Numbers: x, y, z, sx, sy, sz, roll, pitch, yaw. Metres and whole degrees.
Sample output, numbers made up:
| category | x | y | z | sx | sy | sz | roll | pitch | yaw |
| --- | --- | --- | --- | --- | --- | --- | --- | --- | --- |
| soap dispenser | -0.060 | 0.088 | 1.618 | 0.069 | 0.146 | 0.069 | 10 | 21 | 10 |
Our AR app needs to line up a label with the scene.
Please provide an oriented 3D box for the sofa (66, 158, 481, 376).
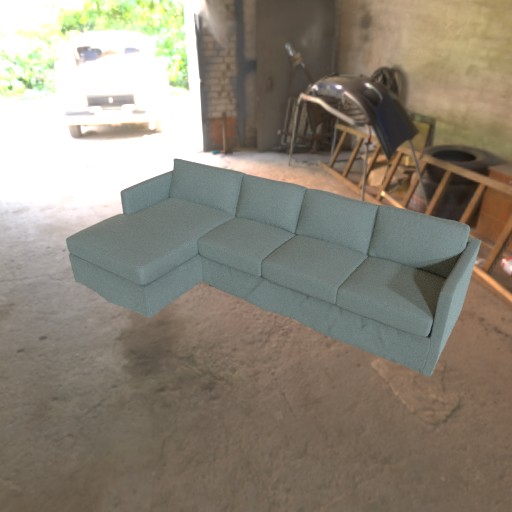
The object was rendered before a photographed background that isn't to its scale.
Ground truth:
| category | x | y | z | sx | sy | sz | roll | pitch | yaw |
| --- | --- | --- | --- | --- | --- | --- | --- | --- | --- |
| sofa | 0.000 | 0.000 | 3.816 | 3.205 | 0.922 | 1.650 | 19 | 35 | 29 |
